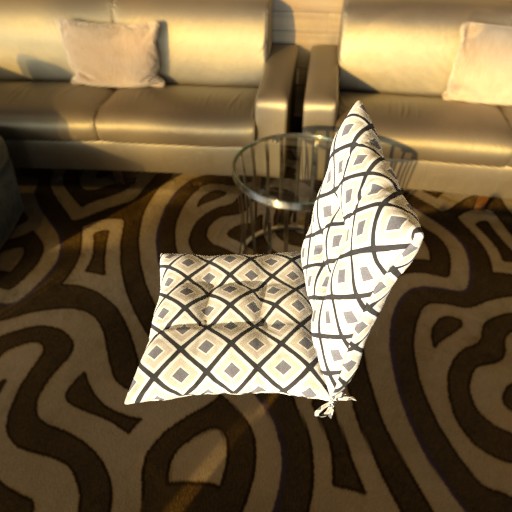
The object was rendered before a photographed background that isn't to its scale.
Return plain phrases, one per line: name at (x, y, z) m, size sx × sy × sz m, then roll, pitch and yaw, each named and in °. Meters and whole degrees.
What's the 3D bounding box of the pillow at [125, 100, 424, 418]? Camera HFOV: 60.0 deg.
pillow at (0.000, 0.000, 1.024) m, size 0.585 × 0.536 × 0.541 m, roll 0°, pitch 42°, yaw 0°
